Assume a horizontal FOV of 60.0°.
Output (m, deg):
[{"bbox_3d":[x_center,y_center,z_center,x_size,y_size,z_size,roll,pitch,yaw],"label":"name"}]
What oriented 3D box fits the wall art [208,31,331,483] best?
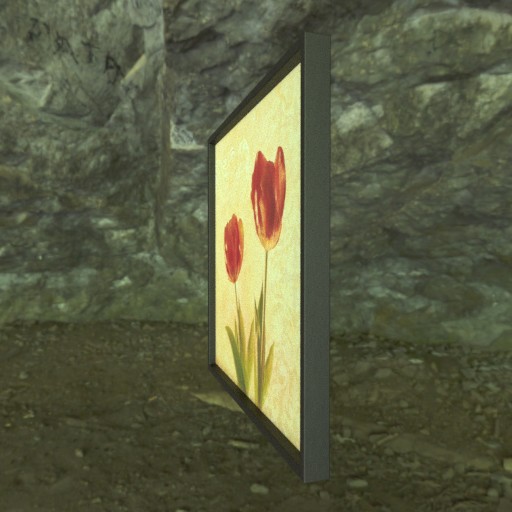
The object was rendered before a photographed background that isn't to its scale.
[{"bbox_3d":[0.000,0.000,0.513,0.038,0.349,0.349,0,1,-18],"label":"wall art"}]
